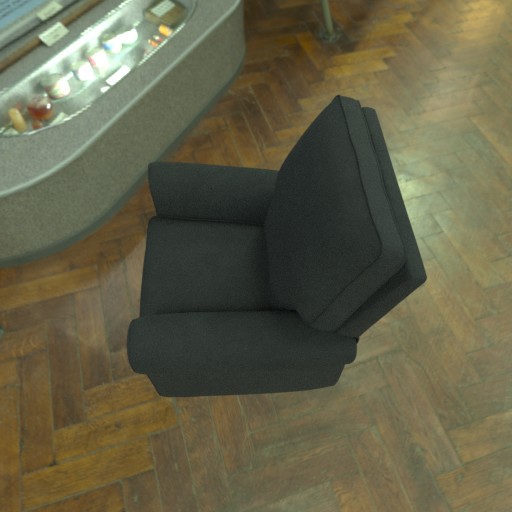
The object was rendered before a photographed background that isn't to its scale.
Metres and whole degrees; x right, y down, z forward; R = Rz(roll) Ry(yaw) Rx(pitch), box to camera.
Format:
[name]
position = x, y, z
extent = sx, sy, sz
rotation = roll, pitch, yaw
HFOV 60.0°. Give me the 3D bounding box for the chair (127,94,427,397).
[chair]
position = 0.000, 0.000, 1.672
extent = 0.878, 0.961, 0.890
rotation = -2, 56, -2
